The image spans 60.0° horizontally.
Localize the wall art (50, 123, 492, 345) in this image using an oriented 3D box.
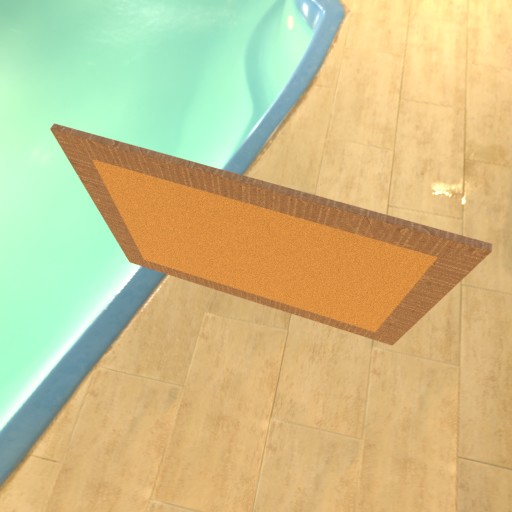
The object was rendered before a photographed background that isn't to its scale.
[{"bbox_3d":[0.000,0.000,1.353,1.056,0.761,0.020,17,65,8],"label":"wall art"}]
